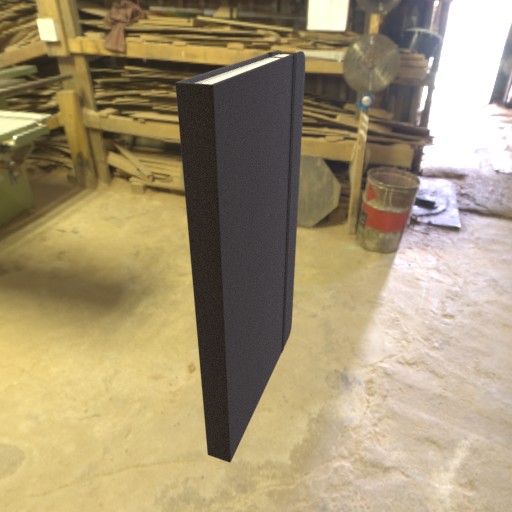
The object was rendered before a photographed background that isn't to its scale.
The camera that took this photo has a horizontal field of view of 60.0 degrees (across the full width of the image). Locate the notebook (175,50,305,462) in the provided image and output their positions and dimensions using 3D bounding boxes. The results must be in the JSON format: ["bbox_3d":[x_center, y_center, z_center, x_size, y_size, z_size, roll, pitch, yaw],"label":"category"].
[{"bbox_3d":[0.000,0.000,0.263,0.016,0.213,0.127,11,32,18],"label":"notebook"}]
